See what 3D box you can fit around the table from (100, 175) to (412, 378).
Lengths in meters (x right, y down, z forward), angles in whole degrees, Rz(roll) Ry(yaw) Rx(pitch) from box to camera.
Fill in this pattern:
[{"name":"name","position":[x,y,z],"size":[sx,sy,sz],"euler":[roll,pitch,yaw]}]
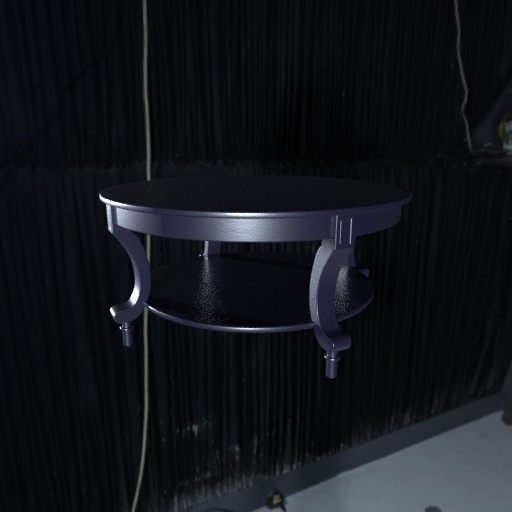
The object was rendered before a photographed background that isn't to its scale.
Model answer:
[{"name":"table","position":[0.000,0.000,1.600],"size":[1.029,0.491,1.029],"euler":[0,15,0]}]
